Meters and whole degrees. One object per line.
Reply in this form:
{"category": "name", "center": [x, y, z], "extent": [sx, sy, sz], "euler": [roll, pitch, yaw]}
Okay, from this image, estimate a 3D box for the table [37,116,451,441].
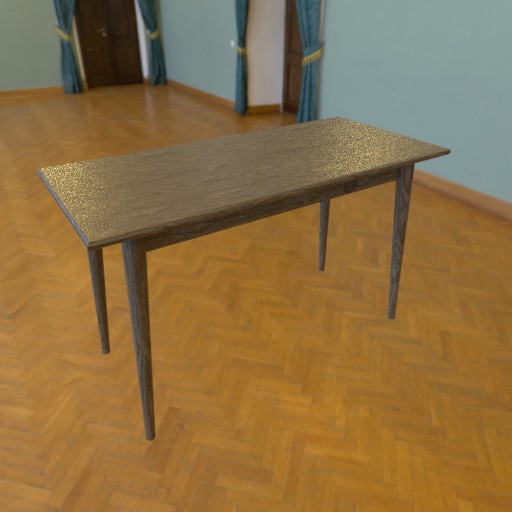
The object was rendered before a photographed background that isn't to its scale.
{"category": "table", "center": [0.000, 0.000, 1.715], "extent": [1.300, 0.780, 0.599], "euler": [-18, 35, -28]}
